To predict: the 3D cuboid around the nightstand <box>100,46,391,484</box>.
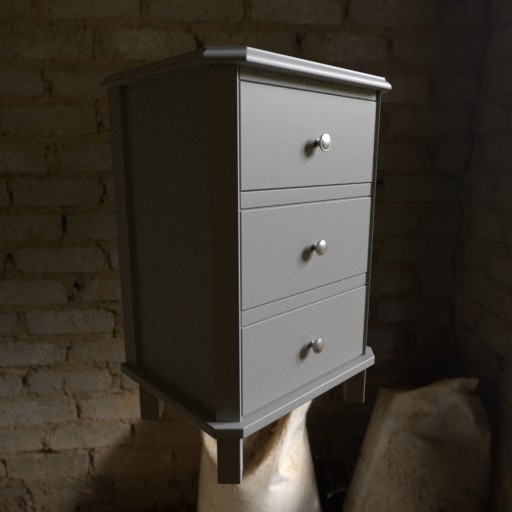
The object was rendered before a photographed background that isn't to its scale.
[{"bbox_3d":[0.000,0.000,0.901,0.450,0.680,0.350,-12,17,-42],"label":"nightstand"}]
